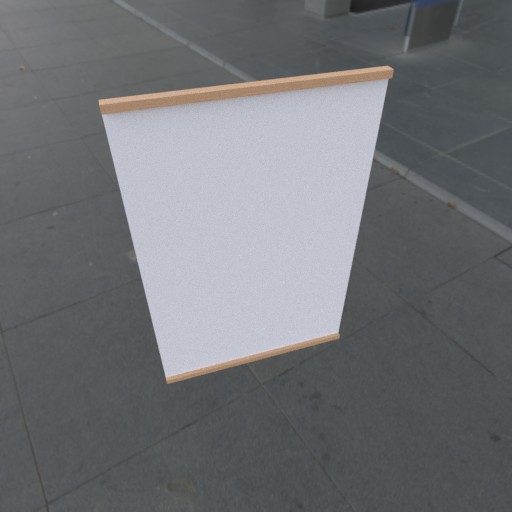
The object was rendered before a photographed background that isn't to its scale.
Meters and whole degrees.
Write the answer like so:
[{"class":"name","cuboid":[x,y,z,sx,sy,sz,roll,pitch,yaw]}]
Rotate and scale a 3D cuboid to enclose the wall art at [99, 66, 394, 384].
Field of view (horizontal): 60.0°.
[{"class":"wall art","cuboid":[0.000,0.000,0.789,0.401,0.611,0.016,-12,43,-13]}]
